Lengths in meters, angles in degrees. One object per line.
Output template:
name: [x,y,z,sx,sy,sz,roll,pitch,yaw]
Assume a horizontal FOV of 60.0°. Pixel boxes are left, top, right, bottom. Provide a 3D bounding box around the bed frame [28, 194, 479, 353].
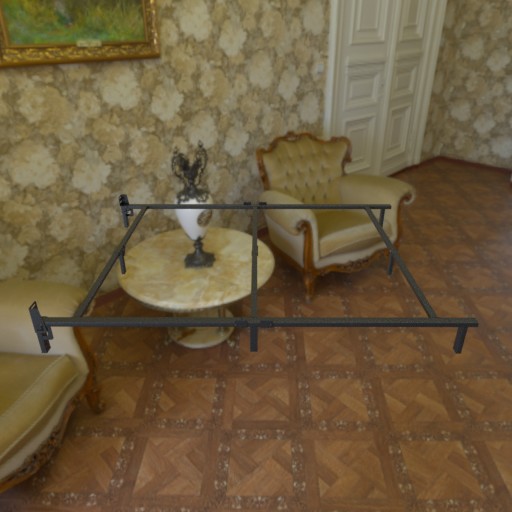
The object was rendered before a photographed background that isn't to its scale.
bed frame: [0.000,0.000,2.656,1.990,0.248,1.498,0,27,0]
